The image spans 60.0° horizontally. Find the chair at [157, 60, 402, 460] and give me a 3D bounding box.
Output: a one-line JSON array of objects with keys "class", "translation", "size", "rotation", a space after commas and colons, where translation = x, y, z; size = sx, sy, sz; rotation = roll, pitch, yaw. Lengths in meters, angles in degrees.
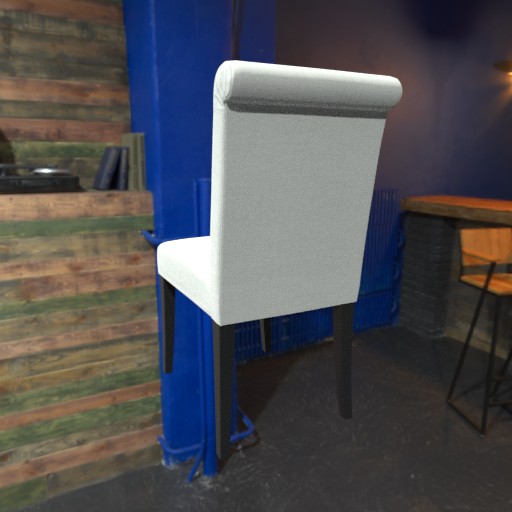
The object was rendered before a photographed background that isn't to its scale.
[{"class": "chair", "translation": [0.000, 0.000, 1.363], "size": [0.452, 0.976, 0.708], "rotation": [-6, 14, -26]}]
